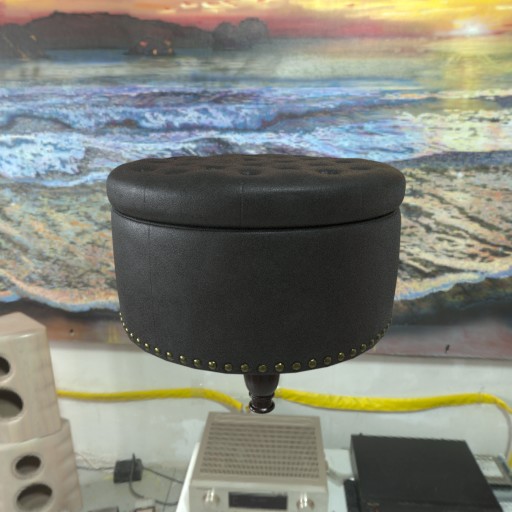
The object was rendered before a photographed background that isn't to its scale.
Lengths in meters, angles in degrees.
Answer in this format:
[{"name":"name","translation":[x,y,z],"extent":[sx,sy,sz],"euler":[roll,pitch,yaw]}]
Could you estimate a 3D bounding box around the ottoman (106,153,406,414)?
[{"name":"ottoman","translation":[0.000,0.000,1.039],"extent":[0.637,0.442,0.637],"euler":[0,16,0]}]
